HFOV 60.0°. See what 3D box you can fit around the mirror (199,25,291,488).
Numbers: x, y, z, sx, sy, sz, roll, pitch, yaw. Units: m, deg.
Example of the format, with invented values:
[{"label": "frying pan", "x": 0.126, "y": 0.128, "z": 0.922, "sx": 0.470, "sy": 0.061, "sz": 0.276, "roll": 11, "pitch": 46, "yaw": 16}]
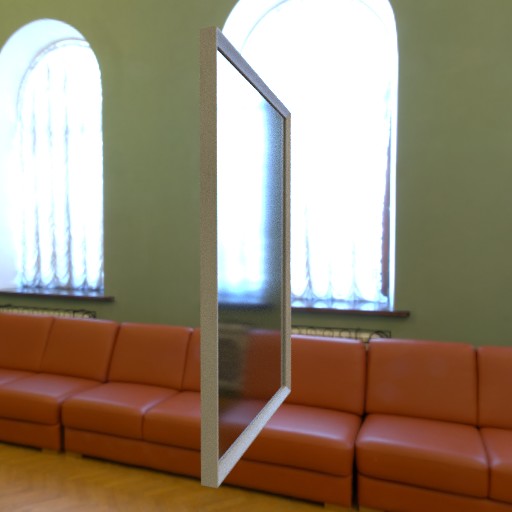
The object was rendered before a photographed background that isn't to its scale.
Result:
[{"label": "mirror", "x": 0.000, "y": 0.000, "z": 1.170, "sx": 0.041, "sy": 0.915, "sz": 0.609, "roll": 1, "pitch": 2, "yaw": 18}]
